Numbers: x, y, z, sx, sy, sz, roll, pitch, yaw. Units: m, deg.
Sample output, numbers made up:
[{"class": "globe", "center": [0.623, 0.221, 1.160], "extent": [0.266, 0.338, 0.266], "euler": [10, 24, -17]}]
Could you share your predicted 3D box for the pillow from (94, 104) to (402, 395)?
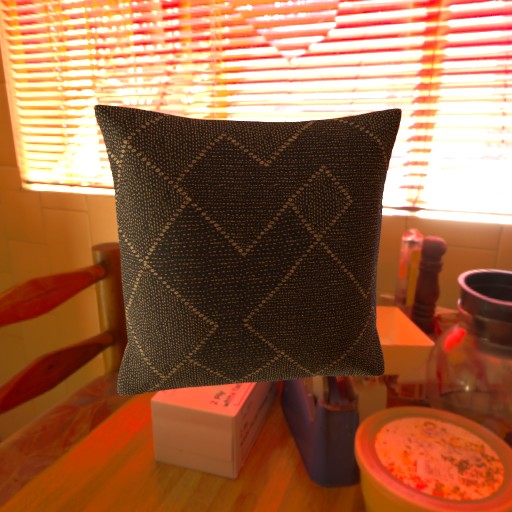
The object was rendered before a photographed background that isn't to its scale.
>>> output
[{"class": "pillow", "center": [0.000, 0.000, 0.666], "extent": [0.435, 0.428, 0.148], "euler": [-2, 16, -8]}]
